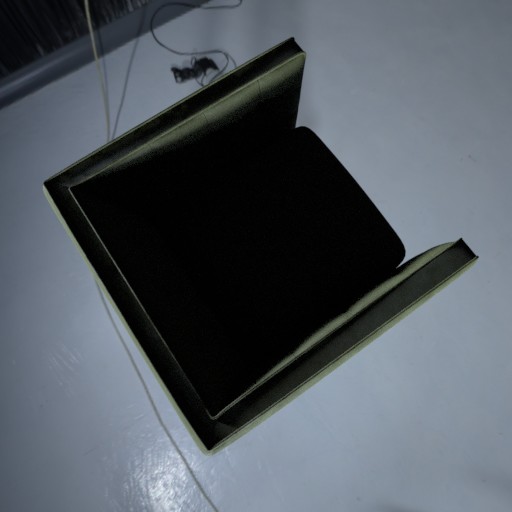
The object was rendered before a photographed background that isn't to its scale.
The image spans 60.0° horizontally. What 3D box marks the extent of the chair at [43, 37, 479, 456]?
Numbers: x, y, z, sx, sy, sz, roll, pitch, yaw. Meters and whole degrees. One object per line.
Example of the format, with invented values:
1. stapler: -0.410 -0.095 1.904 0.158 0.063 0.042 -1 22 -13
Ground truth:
1. chair: 0.000 0.000 1.561 0.894 0.790 0.880 -34 78 -8
